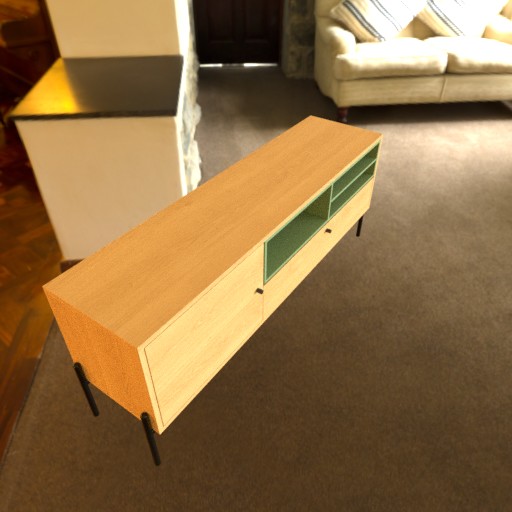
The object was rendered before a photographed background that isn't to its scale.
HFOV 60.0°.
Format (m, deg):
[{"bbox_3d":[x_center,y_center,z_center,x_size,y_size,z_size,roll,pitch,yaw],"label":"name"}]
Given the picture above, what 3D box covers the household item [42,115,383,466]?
[{"bbox_3d":[0.000,0.000,1.815,0.400,0.600,1.550,24,45,26],"label":"household item"}]
